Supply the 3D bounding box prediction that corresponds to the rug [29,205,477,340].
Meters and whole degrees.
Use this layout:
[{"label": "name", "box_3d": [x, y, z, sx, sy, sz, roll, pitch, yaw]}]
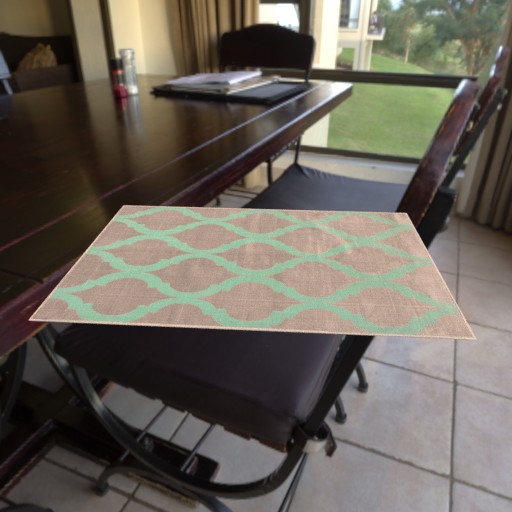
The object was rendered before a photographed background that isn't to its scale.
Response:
[{"label": "rug", "box_3d": [0.000, 0.000, 2.916, 2.286, 0.006, 1.524, 2, 30, 3]}]
